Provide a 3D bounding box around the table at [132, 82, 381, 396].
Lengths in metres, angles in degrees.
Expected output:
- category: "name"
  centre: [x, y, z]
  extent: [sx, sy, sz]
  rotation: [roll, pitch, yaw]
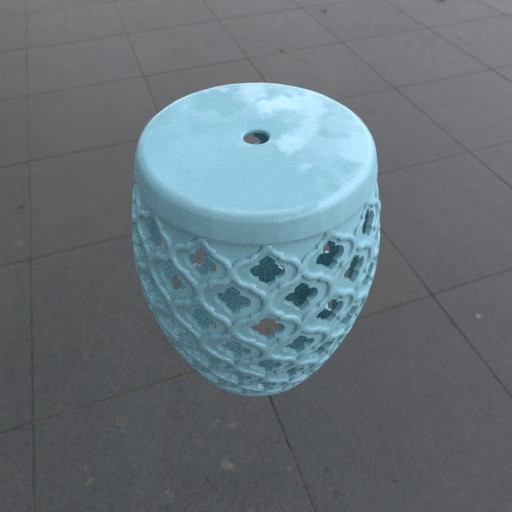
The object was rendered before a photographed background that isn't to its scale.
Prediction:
- category: "table"
  centre: [0.000, 0.000, 0.627]
  extent: [0.325, 0.388, 0.325]
  rotation: [0, 48, 0]
